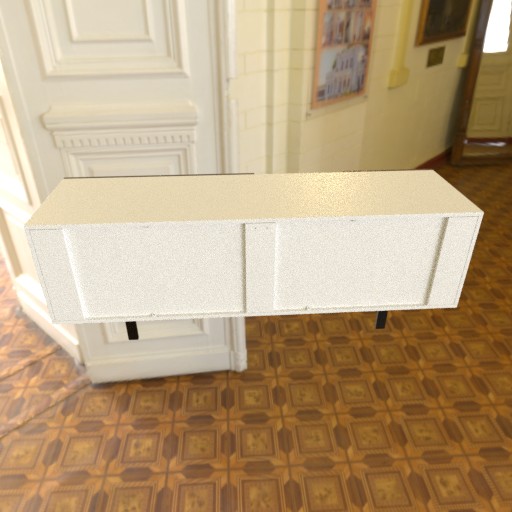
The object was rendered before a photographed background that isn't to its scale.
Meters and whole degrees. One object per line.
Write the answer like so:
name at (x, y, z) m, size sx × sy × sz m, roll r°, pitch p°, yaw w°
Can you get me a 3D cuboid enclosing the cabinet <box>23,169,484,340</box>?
cabinet at (0.000, 0.000, 1.758) m, size 1.499 × 0.533 × 0.431 m, roll -2°, pitch 31°, yaw -3°
